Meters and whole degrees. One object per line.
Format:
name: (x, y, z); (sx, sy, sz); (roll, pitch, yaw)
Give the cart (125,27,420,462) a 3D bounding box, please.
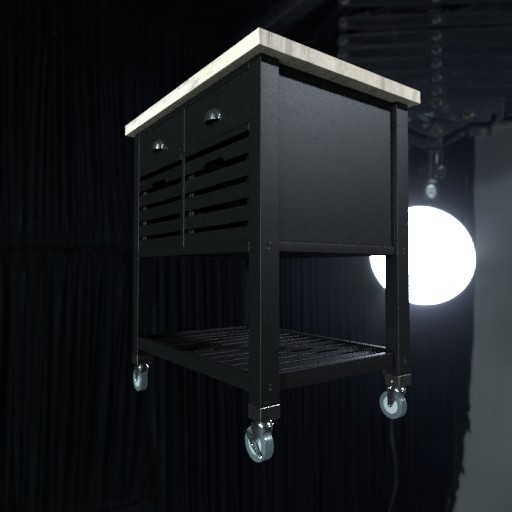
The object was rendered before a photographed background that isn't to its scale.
cart: (0.000, 0.000, 1.394); (0.567, 0.920, 0.797); (1, -2, -36)
